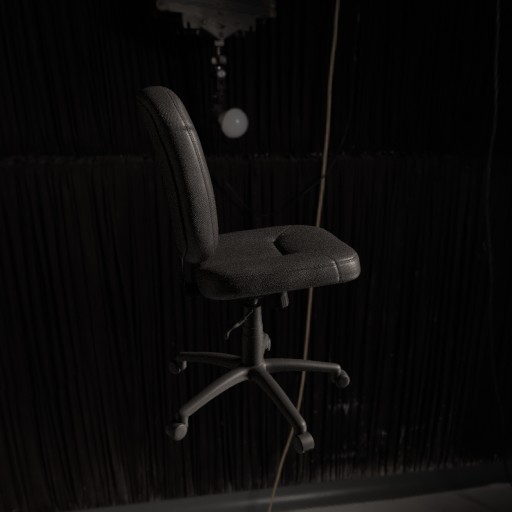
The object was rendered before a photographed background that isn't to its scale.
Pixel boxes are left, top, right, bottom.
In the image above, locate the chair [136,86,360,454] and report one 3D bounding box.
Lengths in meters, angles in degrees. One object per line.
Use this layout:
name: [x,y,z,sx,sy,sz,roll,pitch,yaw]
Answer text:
chair: [0.000,0.000,1.361,0.646,0.959,0.647,-3,16,-9]
